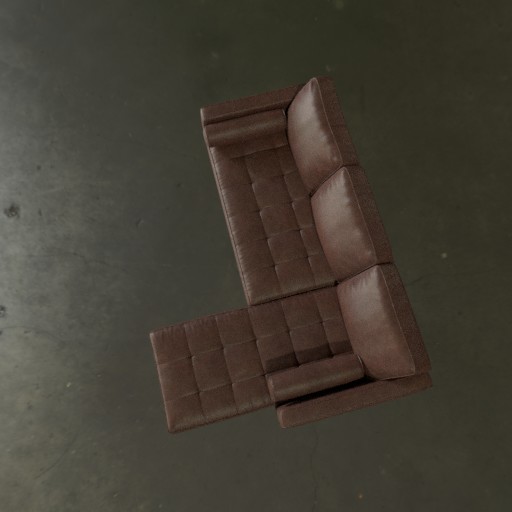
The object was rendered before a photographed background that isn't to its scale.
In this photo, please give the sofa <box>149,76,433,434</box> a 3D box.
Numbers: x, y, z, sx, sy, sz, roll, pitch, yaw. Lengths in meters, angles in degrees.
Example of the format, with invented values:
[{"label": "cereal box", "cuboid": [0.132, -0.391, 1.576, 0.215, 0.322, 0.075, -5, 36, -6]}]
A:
[{"label": "sofa", "cuboid": [0.000, 0.000, 2.967, 1.613, 0.841, 2.185, -14, 76, -4]}]
